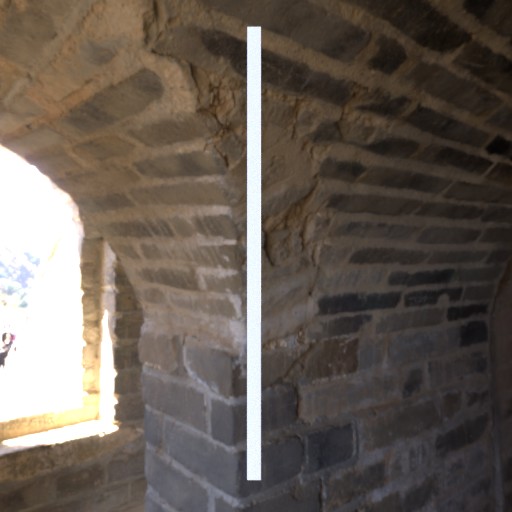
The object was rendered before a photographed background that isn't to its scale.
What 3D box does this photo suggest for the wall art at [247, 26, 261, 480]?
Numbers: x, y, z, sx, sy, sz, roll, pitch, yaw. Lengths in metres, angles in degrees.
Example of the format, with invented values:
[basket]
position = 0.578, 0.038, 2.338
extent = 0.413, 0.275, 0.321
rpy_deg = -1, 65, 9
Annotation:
[wall art]
position = 0.000, 0.000, 0.977
extent = 0.020, 0.661, 0.664
rpy_deg = 0, -1, 0
